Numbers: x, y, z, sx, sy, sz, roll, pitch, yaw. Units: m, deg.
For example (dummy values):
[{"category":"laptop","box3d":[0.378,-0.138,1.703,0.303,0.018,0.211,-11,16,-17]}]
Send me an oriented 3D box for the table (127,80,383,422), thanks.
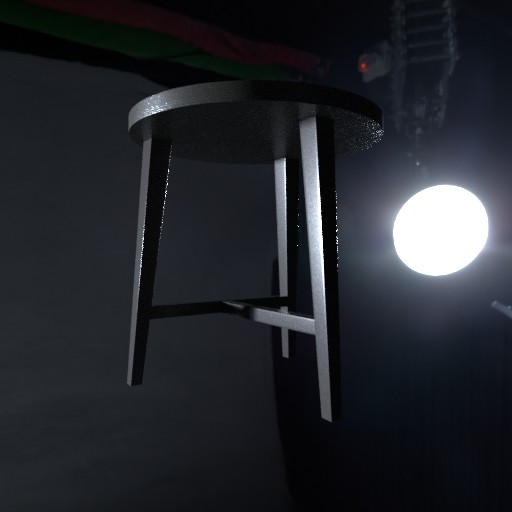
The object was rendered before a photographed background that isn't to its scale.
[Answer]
[{"category":"table","box3d":[0.000,0.000,0.910,0.500,0.531,0.500,0,1,0]}]
